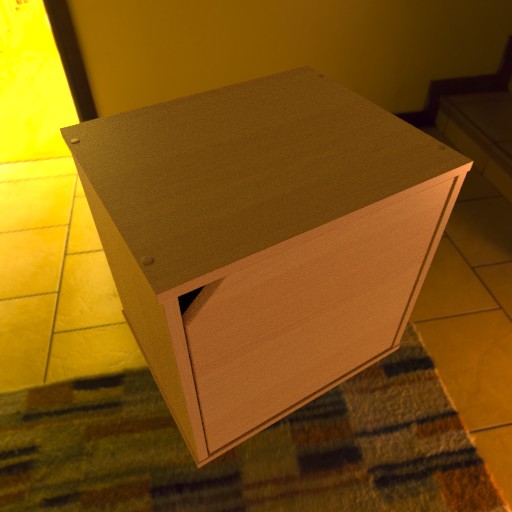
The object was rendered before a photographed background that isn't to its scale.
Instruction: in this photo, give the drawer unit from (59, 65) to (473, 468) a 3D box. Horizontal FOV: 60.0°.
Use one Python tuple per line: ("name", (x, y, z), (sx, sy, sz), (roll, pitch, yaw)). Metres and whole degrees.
("drawer unit", (0.000, 0.000, 0.601), (0.349, 0.344, 0.290), (-23, 49, -22))
